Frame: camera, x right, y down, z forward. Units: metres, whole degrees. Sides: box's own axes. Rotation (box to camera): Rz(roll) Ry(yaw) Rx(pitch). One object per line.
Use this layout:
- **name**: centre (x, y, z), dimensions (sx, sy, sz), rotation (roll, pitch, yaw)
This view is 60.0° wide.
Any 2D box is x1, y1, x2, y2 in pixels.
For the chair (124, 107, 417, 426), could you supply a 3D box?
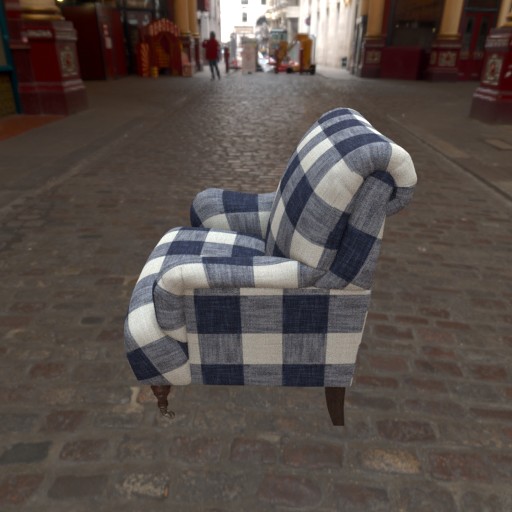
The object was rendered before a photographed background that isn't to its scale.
- **chair**: centre (0.000, 0.000, 1.619), dimensions (0.848, 0.953, 0.781), rotation (1, 26, 1)
